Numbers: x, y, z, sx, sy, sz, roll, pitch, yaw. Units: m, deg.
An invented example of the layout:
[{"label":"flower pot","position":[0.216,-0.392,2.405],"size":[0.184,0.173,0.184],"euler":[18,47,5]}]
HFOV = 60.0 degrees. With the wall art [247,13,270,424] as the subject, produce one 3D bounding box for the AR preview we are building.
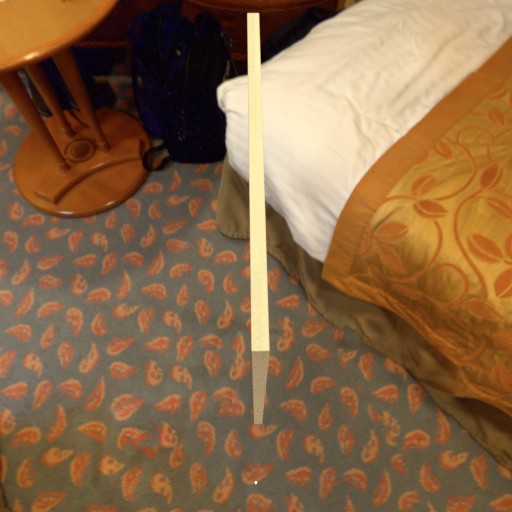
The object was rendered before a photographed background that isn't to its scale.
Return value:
[{"label":"wall art","position":[0.000,0.000,0.967],"size":[0.021,0.710,0.609],"euler":[-1,63,0]}]
